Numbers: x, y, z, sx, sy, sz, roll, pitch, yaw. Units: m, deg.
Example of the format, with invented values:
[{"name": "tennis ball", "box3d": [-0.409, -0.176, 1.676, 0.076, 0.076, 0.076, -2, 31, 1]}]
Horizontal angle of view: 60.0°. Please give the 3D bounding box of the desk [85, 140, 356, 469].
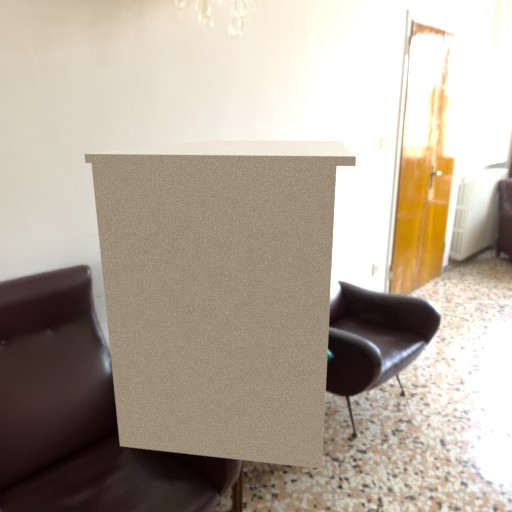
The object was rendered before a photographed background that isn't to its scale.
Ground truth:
[{"name": "desk", "box3d": [0.000, 0.000, 1.514, 0.560, 0.735, 1.097, 2, 16, 9]}]
